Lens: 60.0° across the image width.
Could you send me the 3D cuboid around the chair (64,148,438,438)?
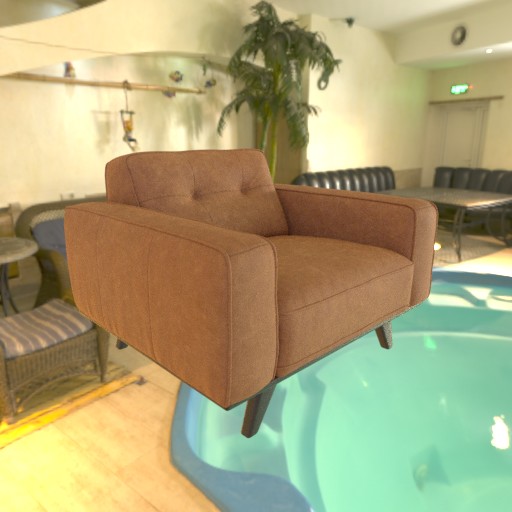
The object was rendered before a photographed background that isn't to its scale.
[{"bbox_3d":[0.000,0.000,1.707,1.118,0.782,0.952,-15,21,-42],"label":"chair"}]
